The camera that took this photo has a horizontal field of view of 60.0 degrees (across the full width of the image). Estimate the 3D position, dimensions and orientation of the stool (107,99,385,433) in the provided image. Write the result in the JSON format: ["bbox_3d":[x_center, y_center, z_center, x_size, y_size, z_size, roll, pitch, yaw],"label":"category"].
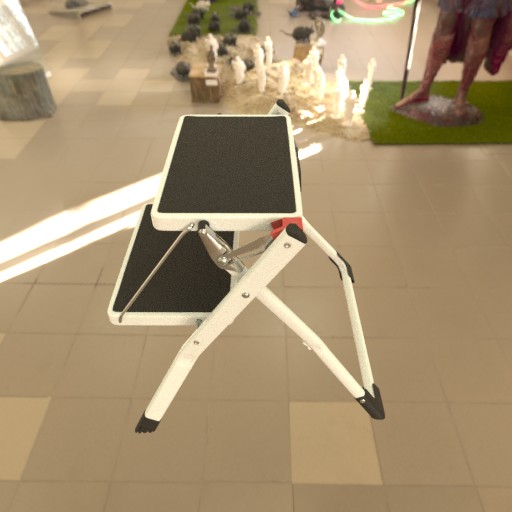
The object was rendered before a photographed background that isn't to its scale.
[{"bbox_3d":[0.000,0.000,0.847,0.490,0.445,0.485,0,42,0],"label":"stool"}]
